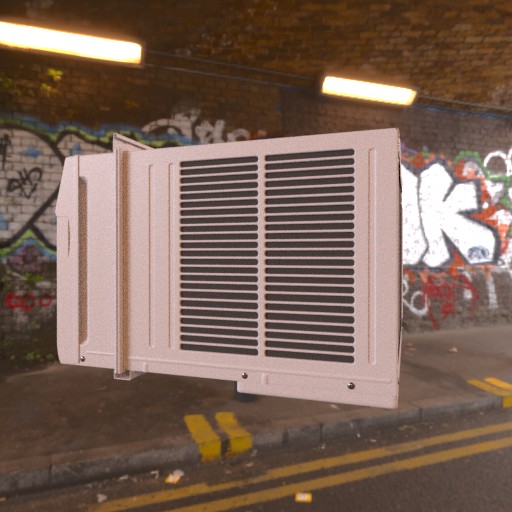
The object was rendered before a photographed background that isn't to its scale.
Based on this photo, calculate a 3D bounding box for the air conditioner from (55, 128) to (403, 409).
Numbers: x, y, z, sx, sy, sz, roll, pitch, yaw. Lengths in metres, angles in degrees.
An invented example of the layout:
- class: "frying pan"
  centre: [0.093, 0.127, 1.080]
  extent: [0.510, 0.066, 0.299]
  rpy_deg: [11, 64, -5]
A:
- class: "air conditioner"
  centre: [0.000, 0.000, 0.874]
  extent: [0.546, 0.388, 0.503]
  rpy_deg: [0, 0, 19]
